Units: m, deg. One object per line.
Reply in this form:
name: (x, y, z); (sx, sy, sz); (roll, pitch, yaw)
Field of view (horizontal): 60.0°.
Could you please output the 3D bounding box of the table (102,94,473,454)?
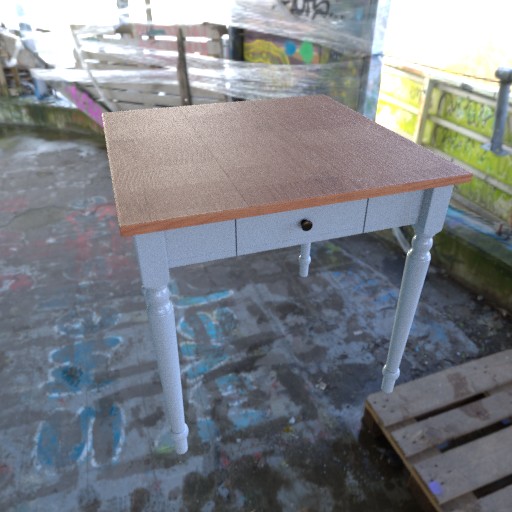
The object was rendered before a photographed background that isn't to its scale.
table: (0.000, 0.000, 1.361); (0.747, 0.738, 0.747); (-10, 35, -15)
